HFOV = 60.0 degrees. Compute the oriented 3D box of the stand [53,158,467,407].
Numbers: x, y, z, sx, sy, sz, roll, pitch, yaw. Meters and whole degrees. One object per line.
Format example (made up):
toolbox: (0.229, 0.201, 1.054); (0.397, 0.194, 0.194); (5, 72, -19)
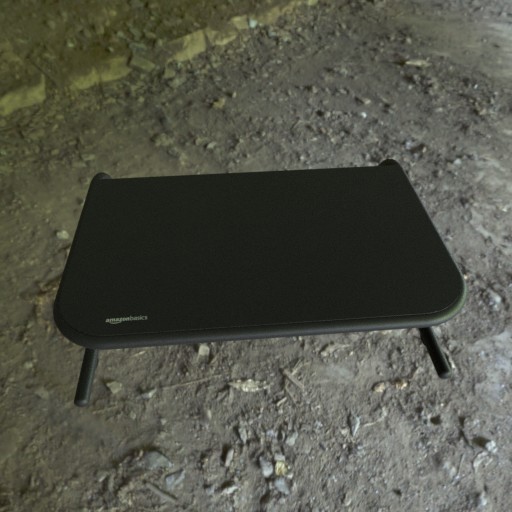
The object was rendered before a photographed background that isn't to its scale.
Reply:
stand: (0.000, 0.000, 0.495); (0.370, 0.108, 0.280); (-3, 45, -3)
